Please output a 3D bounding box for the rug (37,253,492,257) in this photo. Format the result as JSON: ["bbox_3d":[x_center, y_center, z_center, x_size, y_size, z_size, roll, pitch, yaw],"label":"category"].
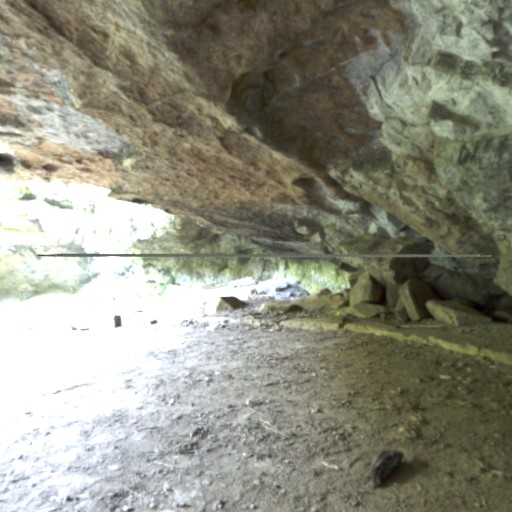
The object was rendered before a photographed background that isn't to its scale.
[{"bbox_3d":[0.000,0.000,2.992,2.486,0.013,1.548,0,0,-18],"label":"rug"}]
